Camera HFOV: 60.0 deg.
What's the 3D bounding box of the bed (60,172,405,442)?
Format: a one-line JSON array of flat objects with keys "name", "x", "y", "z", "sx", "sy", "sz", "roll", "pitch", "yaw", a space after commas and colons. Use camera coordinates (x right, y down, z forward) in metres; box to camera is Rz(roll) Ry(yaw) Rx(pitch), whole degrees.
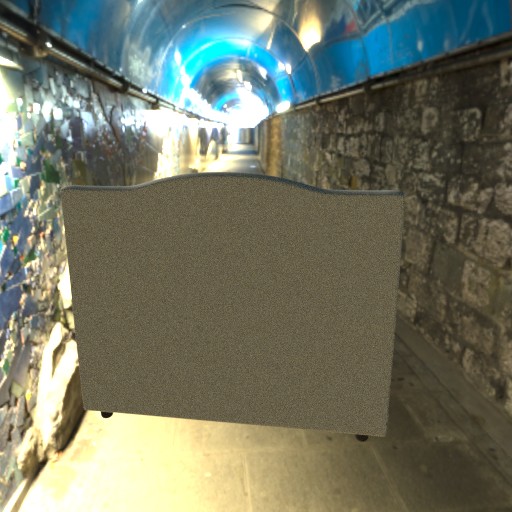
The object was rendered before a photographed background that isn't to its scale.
[{"name": "bed", "x": 0.000, "y": 0.000, "z": 3.377, "sx": 1.821, "sy": 1.436, "sz": 2.282, "roll": 2, "pitch": 16, "yaw": 8}]
